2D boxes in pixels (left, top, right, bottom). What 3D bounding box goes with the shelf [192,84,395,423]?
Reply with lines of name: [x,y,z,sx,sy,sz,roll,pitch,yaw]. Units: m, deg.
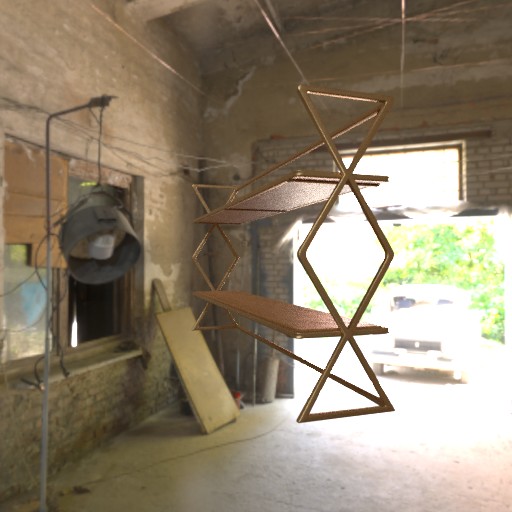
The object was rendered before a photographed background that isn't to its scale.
shelf: [0.000,0.000,0.999,0.150,0.450,0.822,0,-1,-18]
